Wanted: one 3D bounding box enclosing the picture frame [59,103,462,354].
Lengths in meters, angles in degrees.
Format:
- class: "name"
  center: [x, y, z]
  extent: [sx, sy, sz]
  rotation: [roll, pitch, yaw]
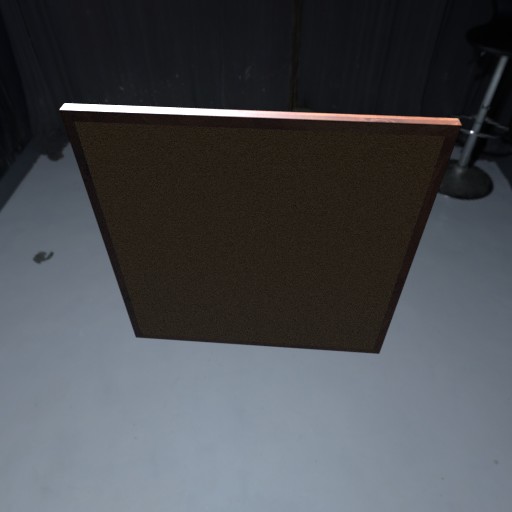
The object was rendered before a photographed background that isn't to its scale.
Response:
- class: "picture frame"
  center: [0.000, 0.000, 1.187]
  extent: [0.810, 0.817, 0.029]
  rotation: [3, 45, 3]
